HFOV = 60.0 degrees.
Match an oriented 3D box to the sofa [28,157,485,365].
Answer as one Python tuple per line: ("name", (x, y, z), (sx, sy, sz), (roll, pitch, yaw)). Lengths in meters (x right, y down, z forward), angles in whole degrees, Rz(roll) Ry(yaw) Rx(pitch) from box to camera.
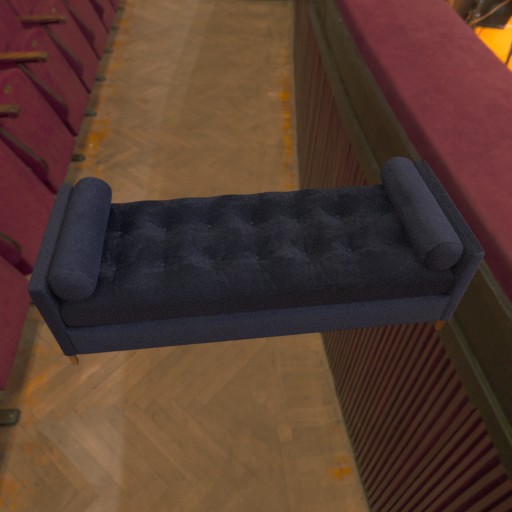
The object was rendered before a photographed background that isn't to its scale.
("sofa", (0.000, 0.000, 2.459), (2.102, 0.705, 0.796), (-5, 46, -4))
